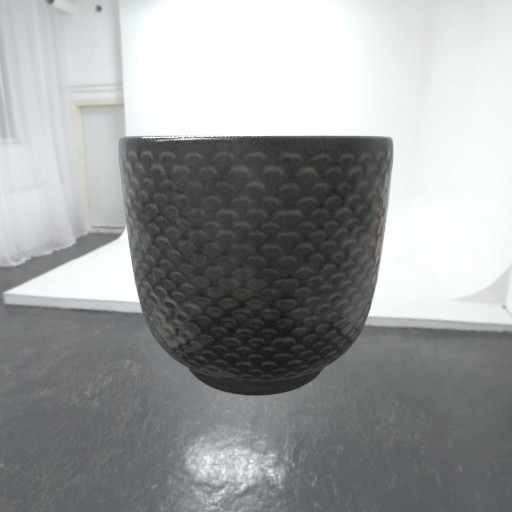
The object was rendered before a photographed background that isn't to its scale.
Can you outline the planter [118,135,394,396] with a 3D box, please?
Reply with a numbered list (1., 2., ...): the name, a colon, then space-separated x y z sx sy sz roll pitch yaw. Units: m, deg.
1. planter: 0.000 0.000 0.249 0.140 0.129 0.140 0 15 0
